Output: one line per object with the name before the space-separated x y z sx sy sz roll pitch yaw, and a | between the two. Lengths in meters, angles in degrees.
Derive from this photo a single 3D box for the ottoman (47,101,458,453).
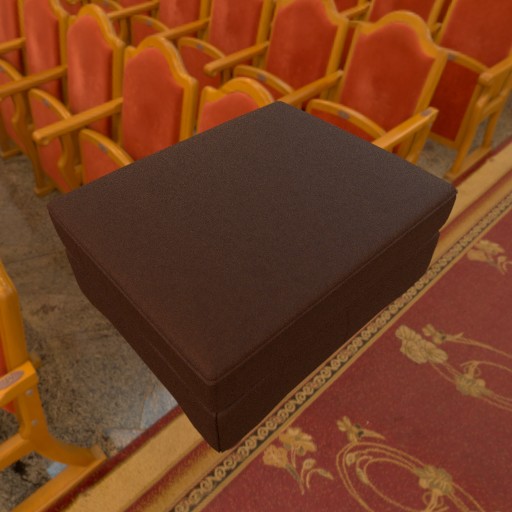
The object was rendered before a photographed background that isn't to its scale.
ottoman | 0.000 0.000 1.813 1.187 0.730 0.967 -33 54 -28
